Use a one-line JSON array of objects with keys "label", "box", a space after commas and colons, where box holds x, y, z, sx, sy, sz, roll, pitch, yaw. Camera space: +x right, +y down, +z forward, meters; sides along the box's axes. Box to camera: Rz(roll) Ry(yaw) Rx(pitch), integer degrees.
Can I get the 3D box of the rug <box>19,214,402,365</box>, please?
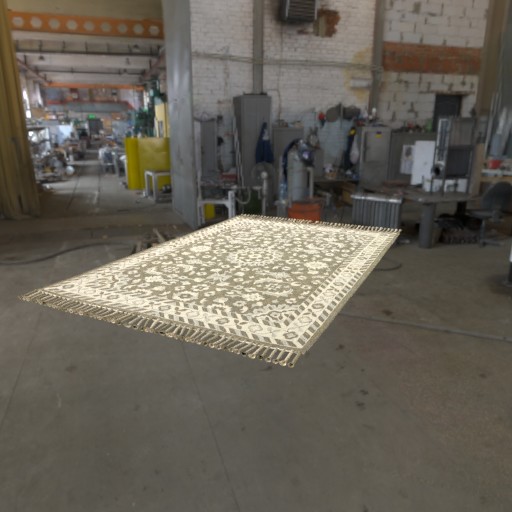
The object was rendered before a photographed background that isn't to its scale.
[{"label": "rug", "box": [0.000, 0.000, 2.978, 1.530, 0.025, 2.431, 8, 18, 25]}]
